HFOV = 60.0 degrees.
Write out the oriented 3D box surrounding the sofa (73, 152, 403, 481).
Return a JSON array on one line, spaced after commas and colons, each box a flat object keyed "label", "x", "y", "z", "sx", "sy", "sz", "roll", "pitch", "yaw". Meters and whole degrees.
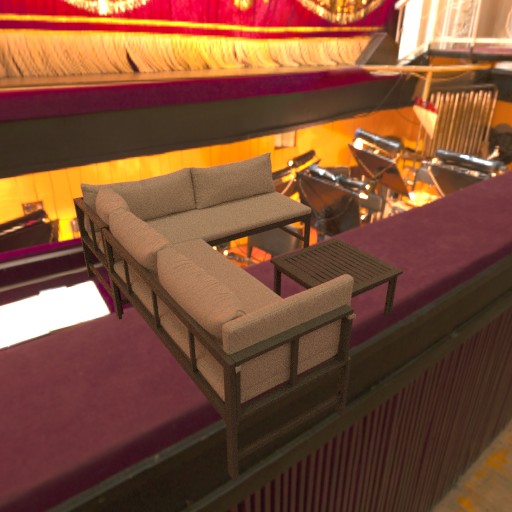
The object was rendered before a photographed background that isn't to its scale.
[{"label": "sofa", "x": 0.000, "y": 0.000, "z": 2.858, "sx": 1.658, "sy": 0.758, "sz": 2.096, "roll": -18, "pitch": 32, "yaw": -30}]
